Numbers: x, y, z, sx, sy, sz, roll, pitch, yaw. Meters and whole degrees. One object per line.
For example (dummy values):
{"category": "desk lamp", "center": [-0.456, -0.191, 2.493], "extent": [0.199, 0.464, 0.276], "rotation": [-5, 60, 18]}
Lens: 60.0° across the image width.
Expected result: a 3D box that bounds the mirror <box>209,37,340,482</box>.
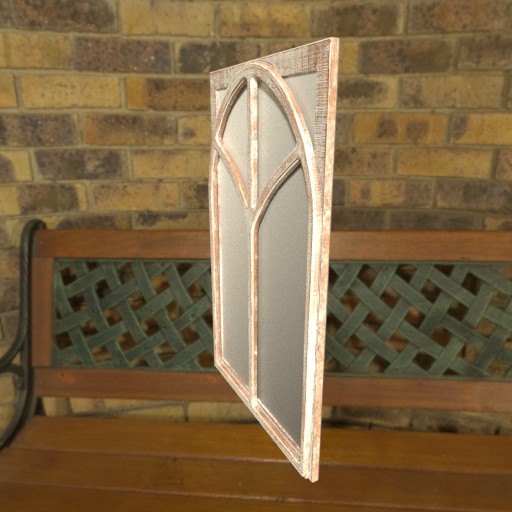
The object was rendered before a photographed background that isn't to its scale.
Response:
{"category": "mirror", "center": [0.000, 0.000, 0.961], "extent": [0.058, 0.787, 0.495], "rotation": [-8, 18, -25]}
